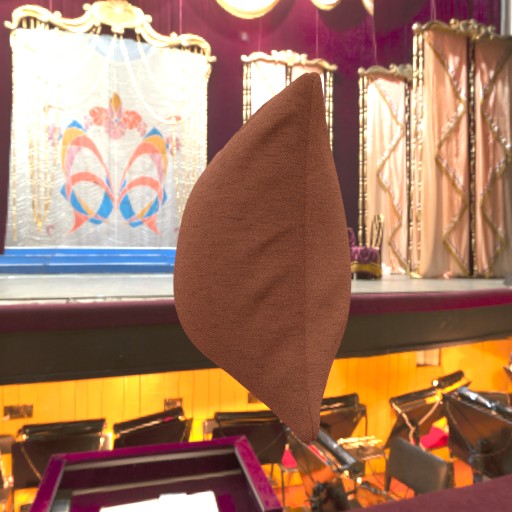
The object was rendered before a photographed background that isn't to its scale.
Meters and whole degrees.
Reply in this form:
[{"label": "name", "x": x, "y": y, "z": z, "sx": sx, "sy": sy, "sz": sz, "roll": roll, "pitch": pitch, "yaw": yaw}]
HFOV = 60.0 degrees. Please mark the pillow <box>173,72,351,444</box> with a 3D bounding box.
[{"label": "pillow", "x": 0.000, "y": 0.000, "z": 0.688, "sx": 0.246, "sy": 0.415, "sz": 0.432, "roll": 0, "pitch": 1, "yaw": -17}]
